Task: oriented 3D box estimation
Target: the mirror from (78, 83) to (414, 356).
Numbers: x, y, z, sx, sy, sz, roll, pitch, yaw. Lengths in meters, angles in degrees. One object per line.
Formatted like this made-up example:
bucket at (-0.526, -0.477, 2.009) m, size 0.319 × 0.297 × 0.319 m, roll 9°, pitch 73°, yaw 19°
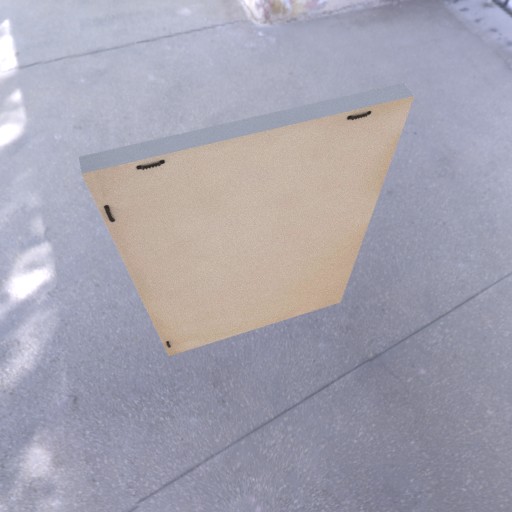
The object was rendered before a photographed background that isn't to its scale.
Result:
mirror at (0.000, 0.000, 0.947) m, size 0.507 × 0.710 × 0.039 m, roll -16°, pitch 59°, yaw -10°
